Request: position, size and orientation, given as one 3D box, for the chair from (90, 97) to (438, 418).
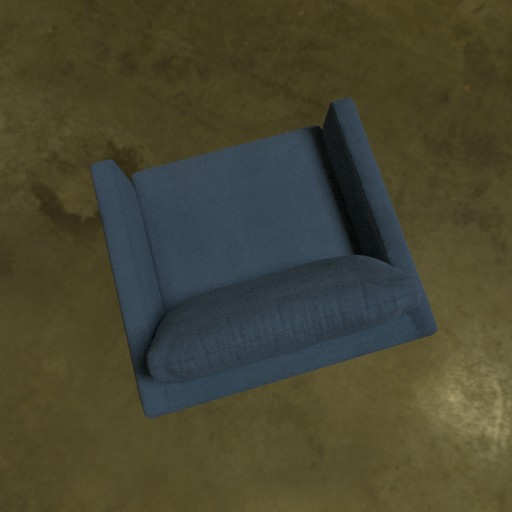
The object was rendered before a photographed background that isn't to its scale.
[{"bbox_3d":[0.000,0.000,1.637,0.964,0.812,0.875,-16,78,-4],"label":"chair"}]
